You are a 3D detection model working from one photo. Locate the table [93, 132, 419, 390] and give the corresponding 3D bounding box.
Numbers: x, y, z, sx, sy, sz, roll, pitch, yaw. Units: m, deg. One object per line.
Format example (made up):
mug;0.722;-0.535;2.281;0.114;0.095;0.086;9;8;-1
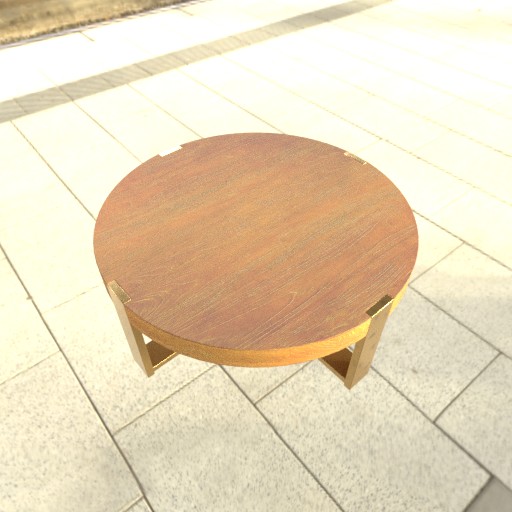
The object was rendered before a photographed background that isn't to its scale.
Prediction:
table;0.000;0.000;1.700;1.100;0.420;1.100;0;45;0
